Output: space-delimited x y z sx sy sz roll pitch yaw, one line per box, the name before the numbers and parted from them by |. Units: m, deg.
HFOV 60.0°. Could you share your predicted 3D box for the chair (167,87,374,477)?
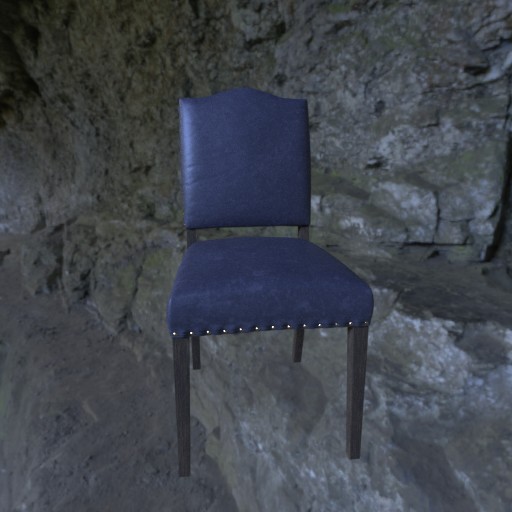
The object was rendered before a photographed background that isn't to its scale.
chair | 0.000 0.000 1.325 0.500 0.991 0.633 -2 16 -8
